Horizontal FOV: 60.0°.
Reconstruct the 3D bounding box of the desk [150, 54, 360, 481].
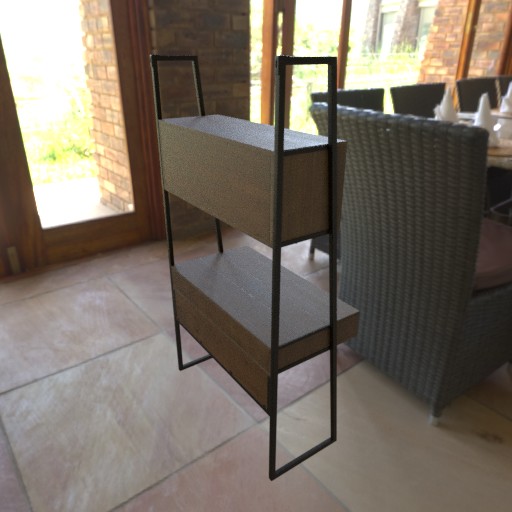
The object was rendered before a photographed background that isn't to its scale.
[{"bbox_3d":[0.000,0.000,2.185,0.515,1.809,0.982,-16,29,-31],"label":"desk"}]
